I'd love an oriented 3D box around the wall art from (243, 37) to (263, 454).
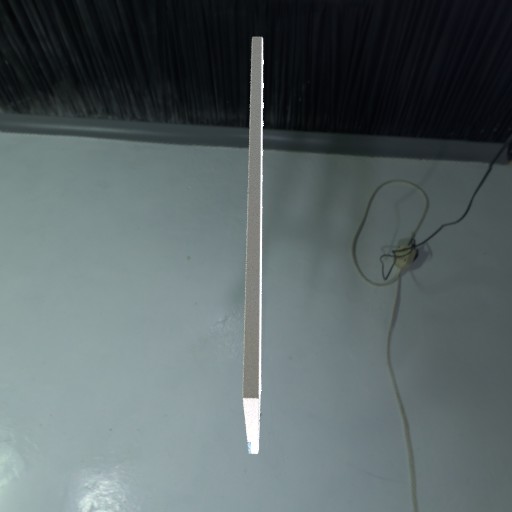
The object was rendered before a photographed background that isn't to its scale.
[{"bbox_3d":[0.000,0.000,1.613,0.042,0.912,1.219,1,59,0],"label":"wall art"}]
